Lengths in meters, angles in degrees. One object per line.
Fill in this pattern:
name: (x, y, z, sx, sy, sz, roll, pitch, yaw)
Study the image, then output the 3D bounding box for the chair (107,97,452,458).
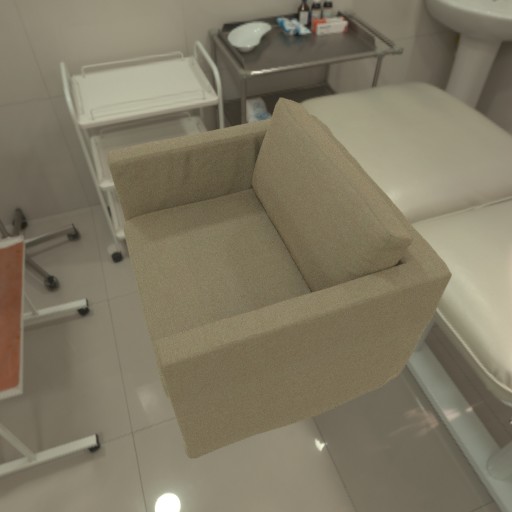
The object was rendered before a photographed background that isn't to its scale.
chair: (0.000, 0.000, 1.769, 0.949, 0.863, 1.057, -16, 50, -14)
